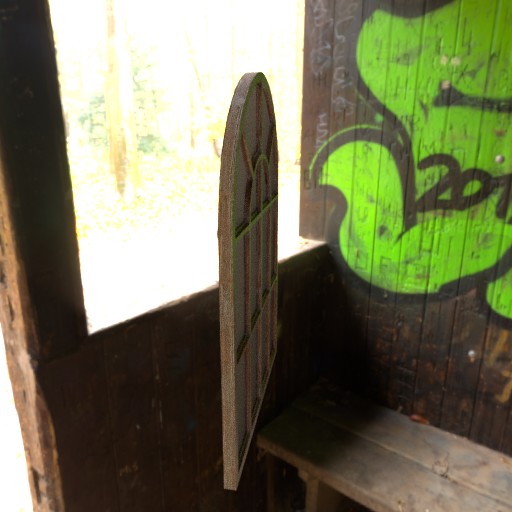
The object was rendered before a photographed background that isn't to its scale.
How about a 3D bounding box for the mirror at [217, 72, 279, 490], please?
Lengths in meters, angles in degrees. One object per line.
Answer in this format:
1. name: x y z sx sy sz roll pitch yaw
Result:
1. mirror: 0.000 0.000 1.194 0.032 0.920 0.660 3 17 10
